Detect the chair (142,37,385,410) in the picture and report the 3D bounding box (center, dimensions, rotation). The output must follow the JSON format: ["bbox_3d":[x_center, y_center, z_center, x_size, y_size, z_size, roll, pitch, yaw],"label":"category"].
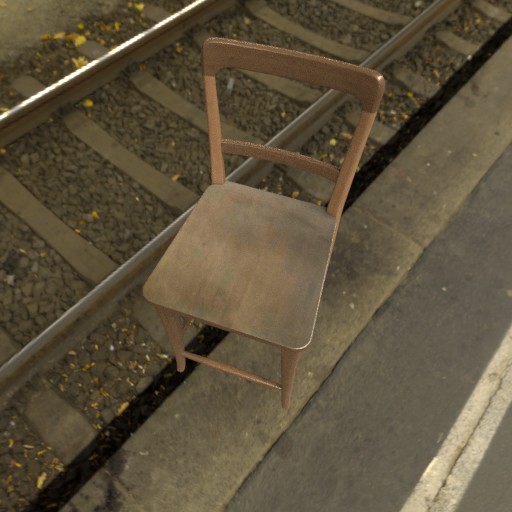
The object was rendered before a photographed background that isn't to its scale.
[{"bbox_3d":[0.000,0.000,1.301,0.450,0.991,0.546,17,59,10],"label":"chair"}]
